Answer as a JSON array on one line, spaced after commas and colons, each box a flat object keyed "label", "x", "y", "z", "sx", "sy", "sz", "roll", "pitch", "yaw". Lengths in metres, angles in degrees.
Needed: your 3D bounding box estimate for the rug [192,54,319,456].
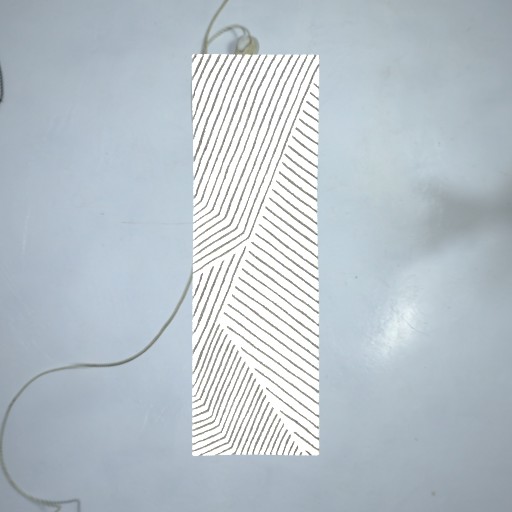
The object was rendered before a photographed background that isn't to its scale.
[{"label": "rug", "x": 0.000, "y": 0.000, "z": 2.696, "sx": 0.773, "sy": 0.020, "sz": 2.439, "roll": 0, "pitch": 91, "yaw": -1}]
